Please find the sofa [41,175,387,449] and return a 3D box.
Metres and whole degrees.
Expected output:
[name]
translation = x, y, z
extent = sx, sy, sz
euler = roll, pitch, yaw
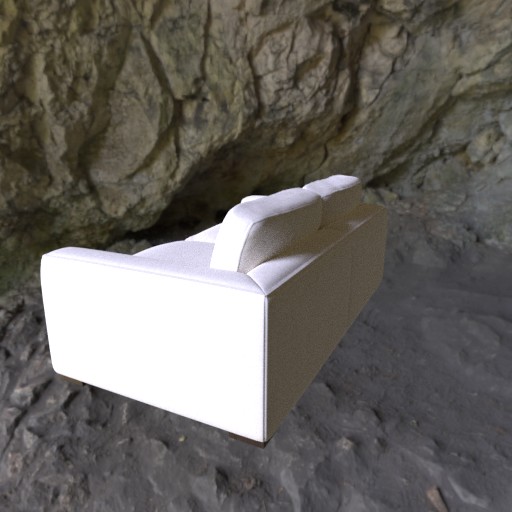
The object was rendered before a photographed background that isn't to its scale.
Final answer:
[sofa]
translation = 0.000, 0.000, 2.428
extent = 1.069, 0.801, 1.920
euler = 8, 18, 26
